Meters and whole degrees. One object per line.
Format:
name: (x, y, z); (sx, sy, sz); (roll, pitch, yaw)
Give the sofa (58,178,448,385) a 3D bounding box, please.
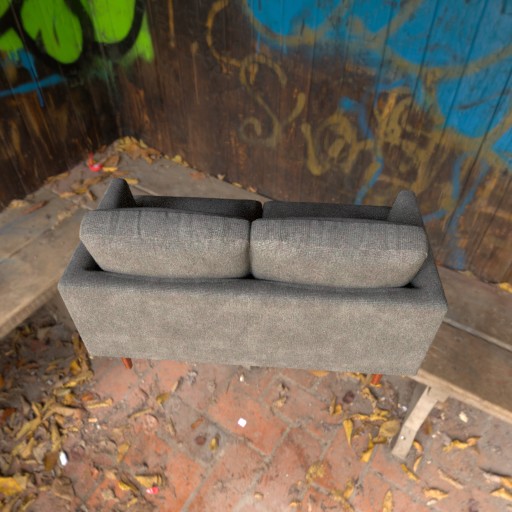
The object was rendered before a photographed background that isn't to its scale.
sofa: (0.000, 0.000, 2.194); (1.582, 0.956, 0.903); (3, 45, 3)
